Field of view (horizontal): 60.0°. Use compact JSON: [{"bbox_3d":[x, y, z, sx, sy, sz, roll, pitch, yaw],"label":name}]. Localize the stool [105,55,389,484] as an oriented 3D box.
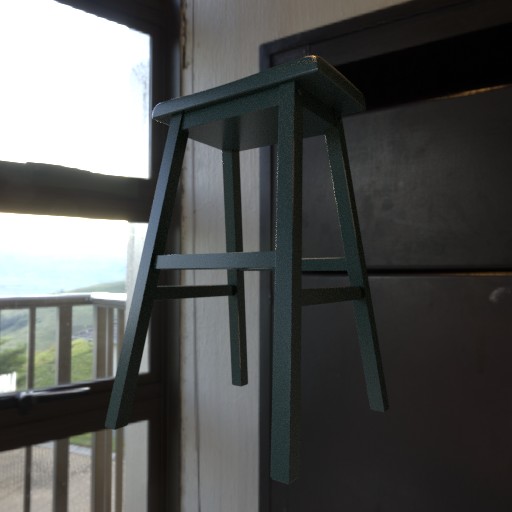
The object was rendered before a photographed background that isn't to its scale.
[{"bbox_3d":[0.000,0.000,1.027,0.457,0.737,0.476,-2,-3,35],"label":"stool"}]
